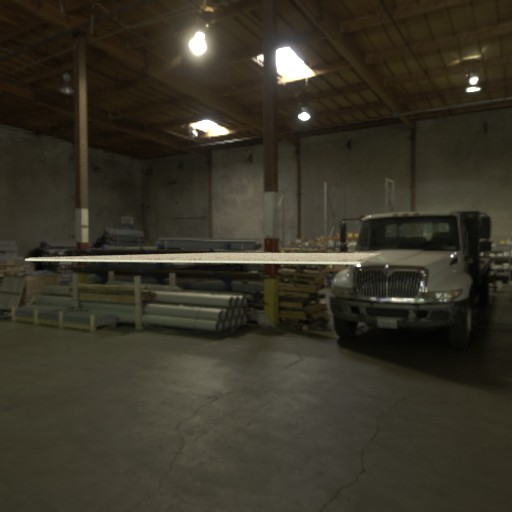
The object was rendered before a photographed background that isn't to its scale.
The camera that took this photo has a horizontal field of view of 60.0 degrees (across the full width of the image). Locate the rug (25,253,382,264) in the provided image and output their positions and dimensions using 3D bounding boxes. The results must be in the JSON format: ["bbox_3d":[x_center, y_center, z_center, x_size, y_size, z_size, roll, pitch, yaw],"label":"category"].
[{"bbox_3d":[0.000,0.000,2.333,1.219,0.012,1.839,0,1,18],"label":"rug"}]
